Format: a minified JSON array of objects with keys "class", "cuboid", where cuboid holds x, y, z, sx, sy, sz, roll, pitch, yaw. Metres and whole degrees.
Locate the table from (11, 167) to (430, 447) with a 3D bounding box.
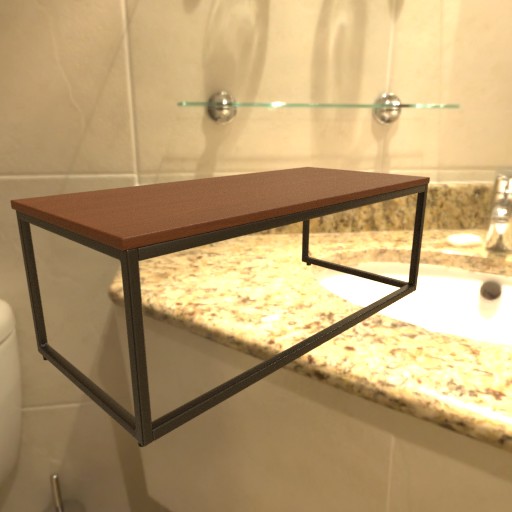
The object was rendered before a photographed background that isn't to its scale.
[{"class":"table","cuboid":[0.000,0.000,1.281,0.500,0.400,1.100,16,23,42]}]
